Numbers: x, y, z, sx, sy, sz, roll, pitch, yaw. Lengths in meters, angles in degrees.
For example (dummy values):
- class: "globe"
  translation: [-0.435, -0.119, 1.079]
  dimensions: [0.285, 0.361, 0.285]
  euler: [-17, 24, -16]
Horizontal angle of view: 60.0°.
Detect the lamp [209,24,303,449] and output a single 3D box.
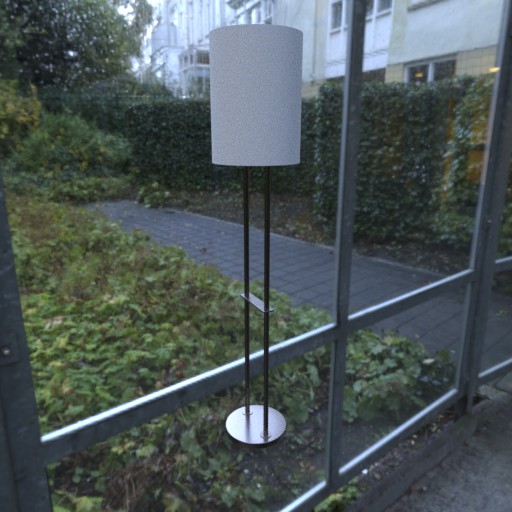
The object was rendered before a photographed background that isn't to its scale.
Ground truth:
- class: "lamp"
  translation: [0.000, 0.000, 1.649]
  dimensions: [0.305, 1.500, 0.306]
  euler: [-8, 18, -26]
